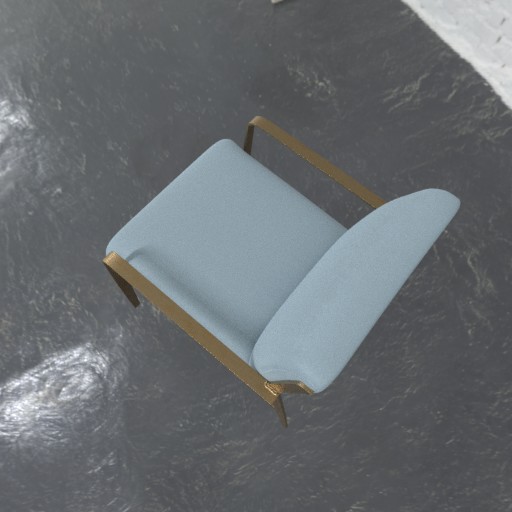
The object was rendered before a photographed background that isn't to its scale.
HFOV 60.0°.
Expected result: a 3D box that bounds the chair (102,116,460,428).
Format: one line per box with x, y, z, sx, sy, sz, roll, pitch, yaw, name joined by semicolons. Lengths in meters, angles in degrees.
0.000;0.000;1.458;0.842;0.824;0.701;36;70;16;chair
